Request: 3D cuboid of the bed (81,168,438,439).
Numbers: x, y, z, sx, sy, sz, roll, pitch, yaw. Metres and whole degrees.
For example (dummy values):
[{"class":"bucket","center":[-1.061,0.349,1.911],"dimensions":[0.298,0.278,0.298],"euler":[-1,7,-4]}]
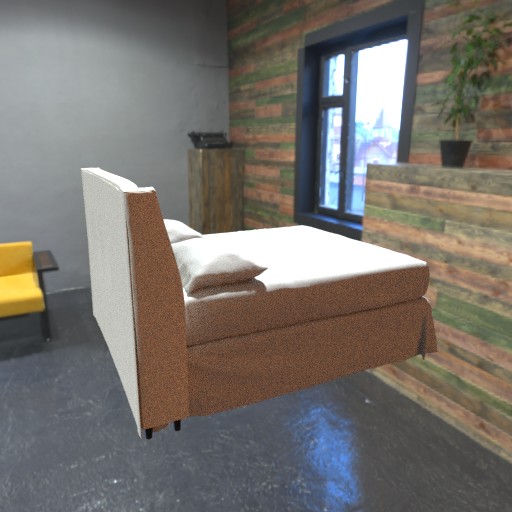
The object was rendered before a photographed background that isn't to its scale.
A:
[{"class":"bed","center":[0.000,0.000,3.428],"dimensions":[2.276,1.332,1.925],"euler":[-7,16,-25]}]
